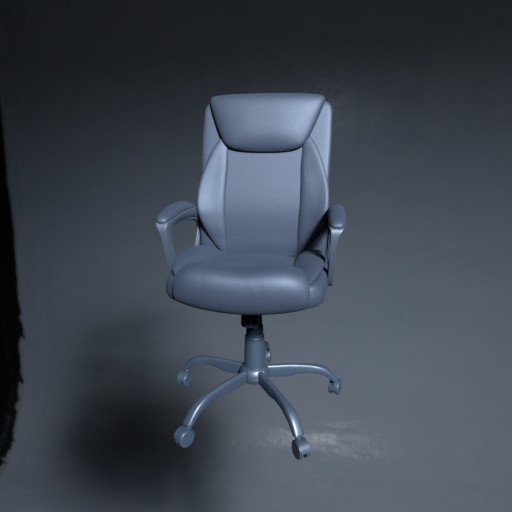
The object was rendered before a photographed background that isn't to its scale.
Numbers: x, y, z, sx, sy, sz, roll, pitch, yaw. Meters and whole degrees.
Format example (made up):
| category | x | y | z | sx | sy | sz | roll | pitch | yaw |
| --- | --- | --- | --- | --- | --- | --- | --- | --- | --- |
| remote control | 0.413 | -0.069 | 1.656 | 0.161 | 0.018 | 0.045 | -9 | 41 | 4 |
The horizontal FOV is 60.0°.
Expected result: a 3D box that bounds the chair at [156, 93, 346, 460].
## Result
| category | x | y | z | sx | sy | sz | roll | pitch | yaw |
| --- | --- | --- | --- | --- | --- | --- | --- | --- | --- |
| chair | 0.000 | 0.000 | 1.478 | 0.615 | 1.072 | 0.655 | 2 | 15 | 9 |
